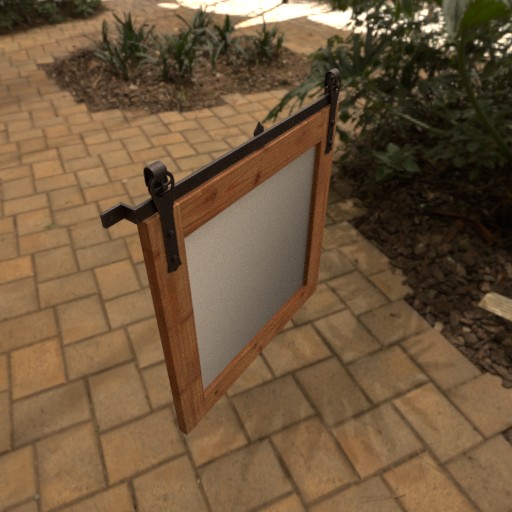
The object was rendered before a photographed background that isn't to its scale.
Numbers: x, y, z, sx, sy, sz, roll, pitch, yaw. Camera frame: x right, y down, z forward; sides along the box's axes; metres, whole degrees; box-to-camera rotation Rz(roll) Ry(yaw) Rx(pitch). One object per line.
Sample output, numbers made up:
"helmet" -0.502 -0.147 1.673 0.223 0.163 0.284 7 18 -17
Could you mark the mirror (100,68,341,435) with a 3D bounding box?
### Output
"mirror" 0.000 0.000 1.185 0.054 0.800 0.805 24 45 27
